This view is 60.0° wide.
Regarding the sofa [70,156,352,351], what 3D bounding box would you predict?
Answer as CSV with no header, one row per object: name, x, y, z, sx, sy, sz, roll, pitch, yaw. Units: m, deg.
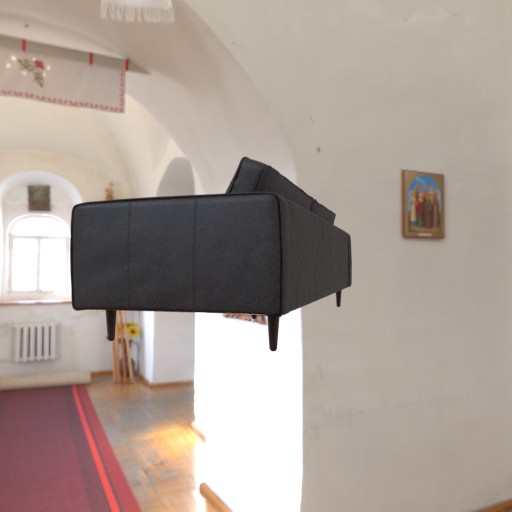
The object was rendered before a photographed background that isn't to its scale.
sofa,0.000,0.000,2.683,0.914,0.762,2.210,0,-1,18
